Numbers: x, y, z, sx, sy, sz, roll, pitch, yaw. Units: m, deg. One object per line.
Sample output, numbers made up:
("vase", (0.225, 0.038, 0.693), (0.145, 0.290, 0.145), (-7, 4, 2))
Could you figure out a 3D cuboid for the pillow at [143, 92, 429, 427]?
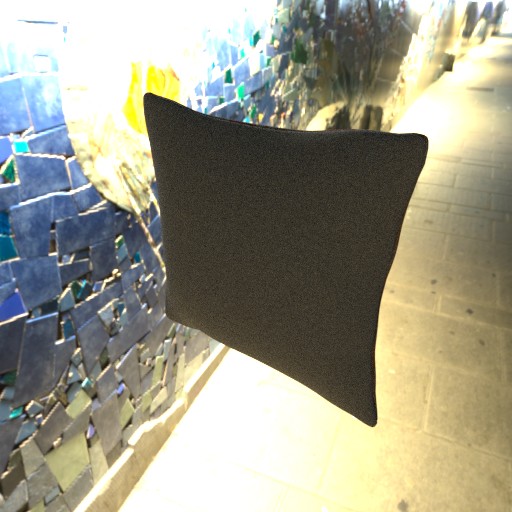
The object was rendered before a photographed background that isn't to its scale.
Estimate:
("pillow", (0.000, 0.000, 0.650), (0.437, 0.419, 0.136), (21, 35, 32))
